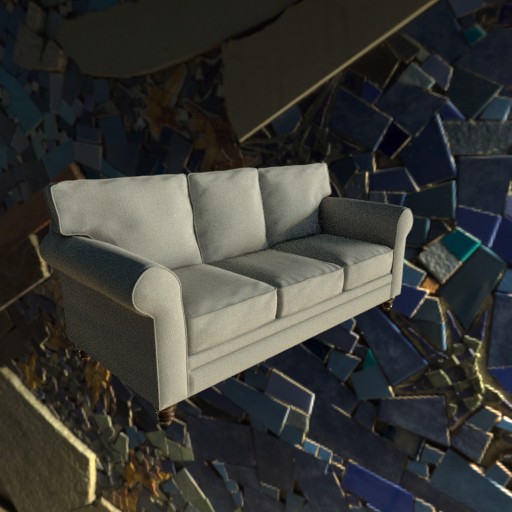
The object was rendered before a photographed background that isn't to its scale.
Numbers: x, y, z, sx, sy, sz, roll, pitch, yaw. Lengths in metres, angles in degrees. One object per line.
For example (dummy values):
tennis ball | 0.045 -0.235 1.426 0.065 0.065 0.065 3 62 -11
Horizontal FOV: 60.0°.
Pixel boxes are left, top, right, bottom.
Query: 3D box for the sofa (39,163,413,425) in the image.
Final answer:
sofa | 0.000 0.000 2.565 2.084 0.961 0.916 -14 21 -42
